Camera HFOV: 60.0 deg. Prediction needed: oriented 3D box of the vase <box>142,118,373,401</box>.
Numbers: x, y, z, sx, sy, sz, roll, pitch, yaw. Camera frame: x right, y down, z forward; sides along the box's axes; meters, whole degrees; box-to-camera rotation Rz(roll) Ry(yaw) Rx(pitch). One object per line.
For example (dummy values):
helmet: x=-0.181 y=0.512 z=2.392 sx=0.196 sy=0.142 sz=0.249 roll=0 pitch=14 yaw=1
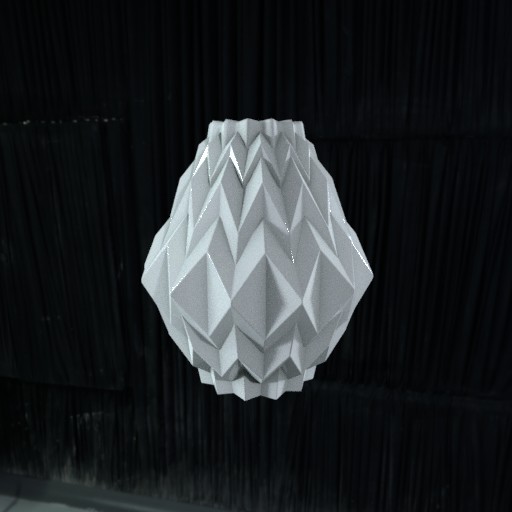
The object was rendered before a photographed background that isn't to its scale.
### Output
vase: x=0.000 y=0.000 z=0.319 sx=0.164 sy=0.185 sz=0.164 roll=0 pitch=12 yaw=0
